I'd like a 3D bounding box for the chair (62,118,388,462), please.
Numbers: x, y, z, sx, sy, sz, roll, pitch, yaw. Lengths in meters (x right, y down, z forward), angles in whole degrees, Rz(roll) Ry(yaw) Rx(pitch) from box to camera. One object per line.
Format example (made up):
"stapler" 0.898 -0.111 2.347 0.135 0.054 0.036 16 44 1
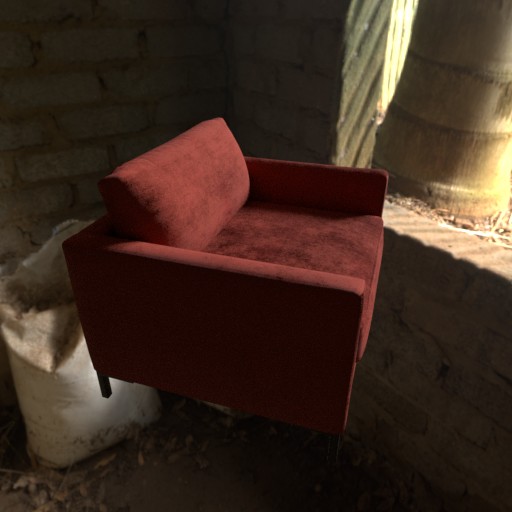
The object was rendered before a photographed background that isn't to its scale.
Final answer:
"chair" 0.000 0.000 1.622 0.875 0.812 0.964 9 31 16
